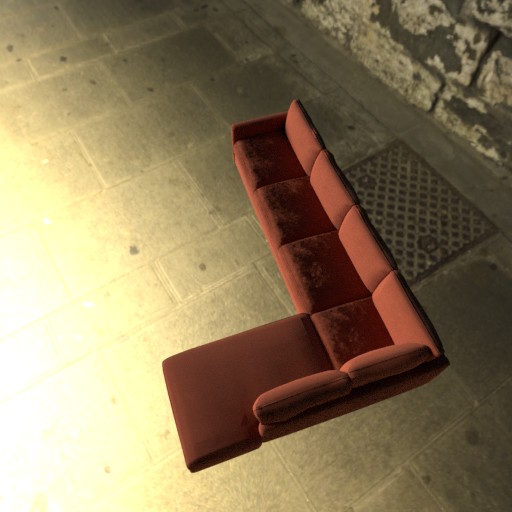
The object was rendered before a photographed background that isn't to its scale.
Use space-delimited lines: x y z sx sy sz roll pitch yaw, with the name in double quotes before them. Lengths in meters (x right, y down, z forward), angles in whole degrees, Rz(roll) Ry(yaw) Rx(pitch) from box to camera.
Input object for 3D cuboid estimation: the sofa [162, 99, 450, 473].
"sofa" 0.000 0.000 3.632 1.879 0.757 2.736 -16 60 -10
